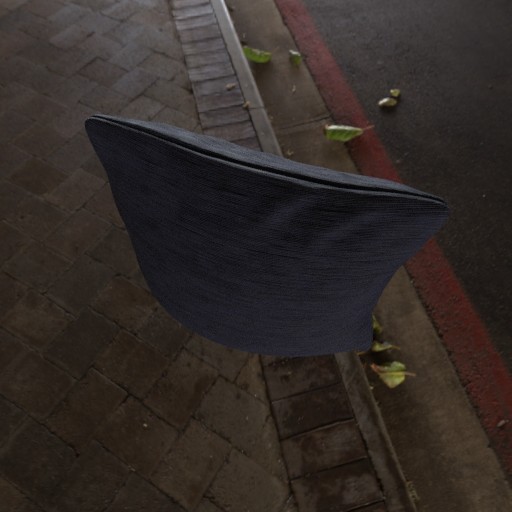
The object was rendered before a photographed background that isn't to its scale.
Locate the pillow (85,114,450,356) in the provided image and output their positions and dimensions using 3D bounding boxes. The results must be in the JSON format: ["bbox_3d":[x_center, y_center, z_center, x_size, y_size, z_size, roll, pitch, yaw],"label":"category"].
[{"bbox_3d":[0.000,0.000,0.662,0.432,0.414,0.246,16,59,10],"label":"pillow"}]
